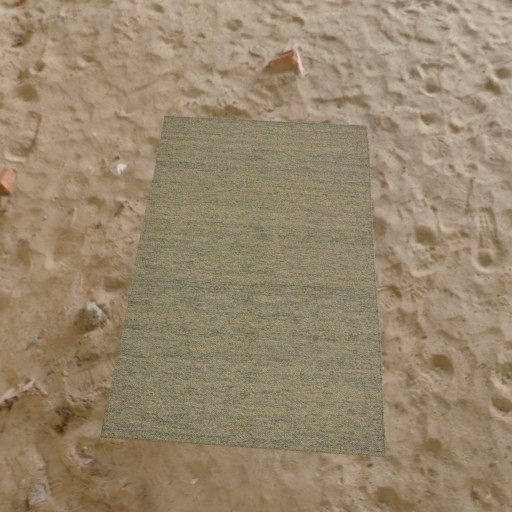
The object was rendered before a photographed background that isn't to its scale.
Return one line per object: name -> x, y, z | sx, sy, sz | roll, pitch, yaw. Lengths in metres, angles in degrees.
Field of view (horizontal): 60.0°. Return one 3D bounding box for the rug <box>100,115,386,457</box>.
rug -> 0.000, 0.000, 2.870 | 1.547, 0.013, 2.283 | 3, 64, 2
